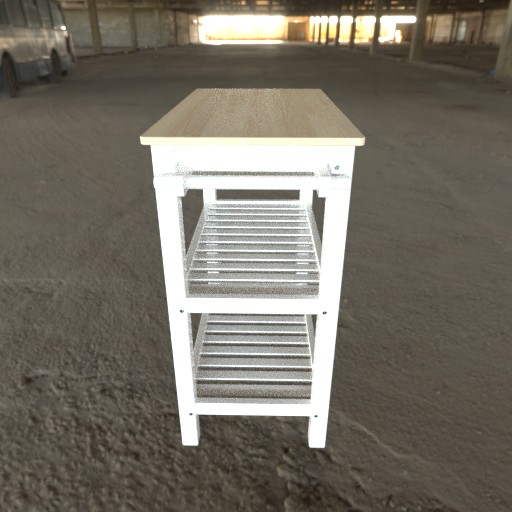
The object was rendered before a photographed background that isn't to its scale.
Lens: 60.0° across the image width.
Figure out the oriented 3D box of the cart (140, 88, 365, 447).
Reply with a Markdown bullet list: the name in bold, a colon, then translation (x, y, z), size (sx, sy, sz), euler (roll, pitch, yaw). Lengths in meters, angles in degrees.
- **cart**: translation (0.000, 0.000, 1.444), size (0.457, 0.927, 0.899), euler (1, 27, 1)
